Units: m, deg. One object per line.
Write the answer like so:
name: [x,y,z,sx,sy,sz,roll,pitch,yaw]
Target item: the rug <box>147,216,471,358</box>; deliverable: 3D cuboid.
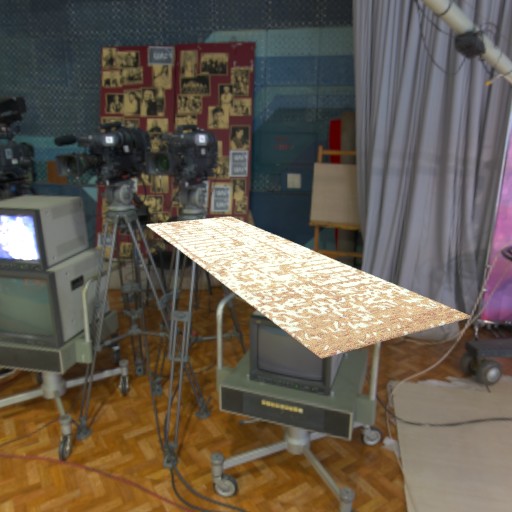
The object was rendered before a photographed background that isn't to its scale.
rug: [0.000,0.000,2.707,0.750,0.011,2.435,-8,18,-26]
